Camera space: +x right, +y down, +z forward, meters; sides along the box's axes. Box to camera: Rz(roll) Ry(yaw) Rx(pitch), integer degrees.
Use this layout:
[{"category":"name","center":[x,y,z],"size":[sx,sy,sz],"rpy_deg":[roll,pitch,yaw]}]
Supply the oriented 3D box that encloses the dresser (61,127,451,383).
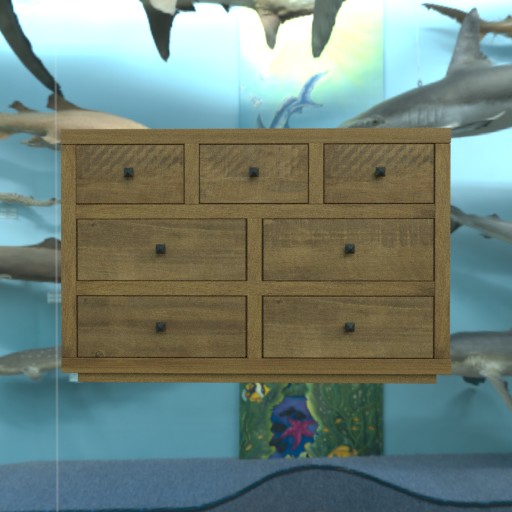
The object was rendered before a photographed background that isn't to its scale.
[{"category":"dresser","center":[0.000,0.000,1.642],"size":[1.261,0.825,0.479],"rpy_deg":[0,1,1]}]
